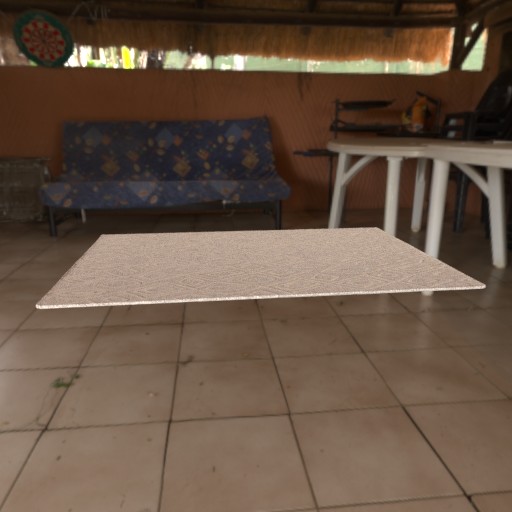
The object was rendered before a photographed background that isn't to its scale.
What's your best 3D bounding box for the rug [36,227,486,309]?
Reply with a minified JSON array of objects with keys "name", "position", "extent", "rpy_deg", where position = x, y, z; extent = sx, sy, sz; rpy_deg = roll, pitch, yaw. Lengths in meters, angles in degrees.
[{"name":"rug","position":[0.000,0.000,2.357],"extent":[1.832,0.016,1.224],"rpy_deg":[-2,16,-7]}]
